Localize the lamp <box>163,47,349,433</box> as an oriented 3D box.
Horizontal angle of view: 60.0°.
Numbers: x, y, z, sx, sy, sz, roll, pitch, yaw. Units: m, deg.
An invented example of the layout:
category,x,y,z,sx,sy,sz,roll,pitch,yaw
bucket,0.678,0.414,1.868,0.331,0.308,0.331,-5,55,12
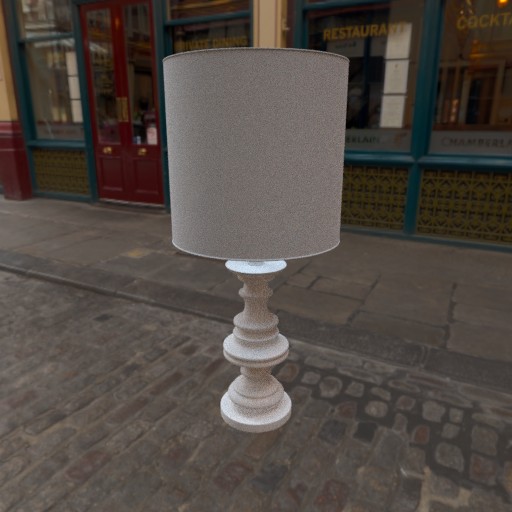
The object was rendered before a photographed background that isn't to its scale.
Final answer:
category,x,y,z,sx,sy,sz,roll,pitch,yaw
lamp,0.000,0.000,0.567,0.208,0.455,0.208,8,18,27
